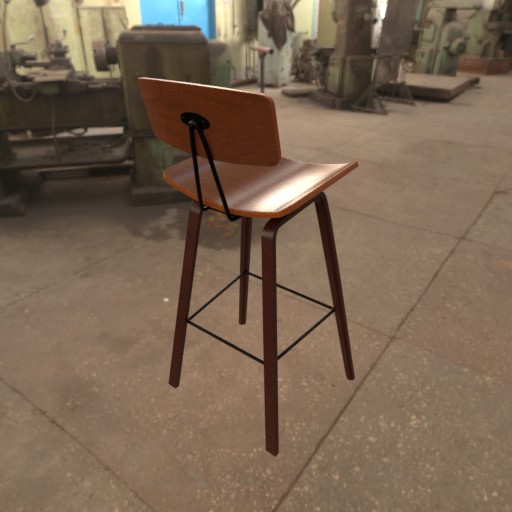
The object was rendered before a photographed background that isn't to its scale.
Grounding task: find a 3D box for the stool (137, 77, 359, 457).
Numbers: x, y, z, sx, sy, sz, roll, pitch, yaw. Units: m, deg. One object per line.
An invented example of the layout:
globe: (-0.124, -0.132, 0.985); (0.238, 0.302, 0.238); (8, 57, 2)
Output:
stool: (0.000, 0.000, 1.255); (0.509, 0.969, 0.440); (21, 36, 33)
